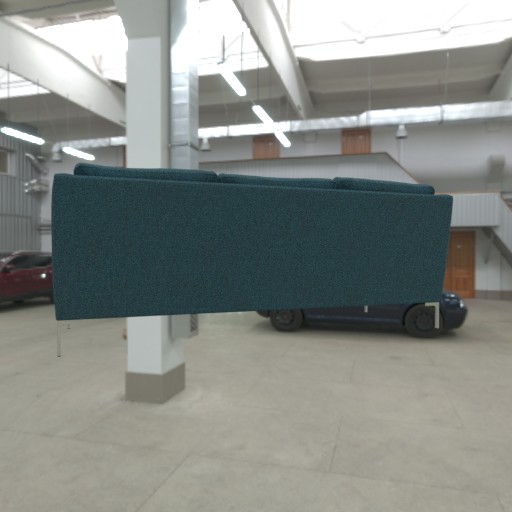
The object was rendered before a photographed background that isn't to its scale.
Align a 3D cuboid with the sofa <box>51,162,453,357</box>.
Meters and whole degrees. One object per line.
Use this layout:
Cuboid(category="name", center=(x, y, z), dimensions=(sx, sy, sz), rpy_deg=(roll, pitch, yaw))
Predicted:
Cuboid(category="sofa", center=(0.000, 0.000, 2.513), dimensions=(2.060, 0.837, 0.849), rpy_deg=(0, 1, -20))
